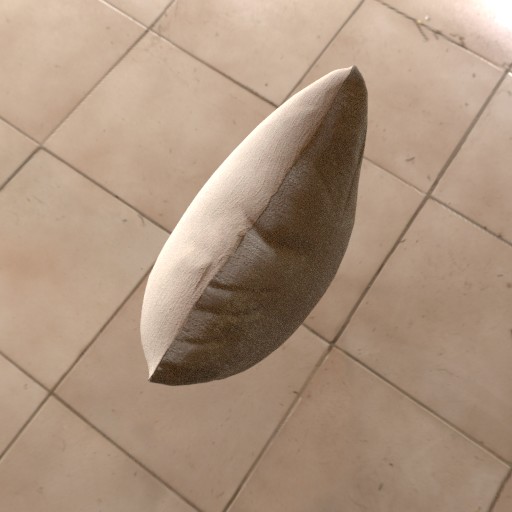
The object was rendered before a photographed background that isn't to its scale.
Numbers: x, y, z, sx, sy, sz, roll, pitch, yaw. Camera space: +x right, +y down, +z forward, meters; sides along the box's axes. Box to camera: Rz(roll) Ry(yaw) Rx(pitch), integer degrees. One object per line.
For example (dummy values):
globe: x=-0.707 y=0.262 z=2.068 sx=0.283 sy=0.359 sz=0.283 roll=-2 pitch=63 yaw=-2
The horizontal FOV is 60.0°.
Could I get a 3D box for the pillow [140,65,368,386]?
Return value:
pillow: x=0.000 y=0.000 z=0.708 sx=0.245 sy=0.448 sz=0.450 roll=33 pitch=77 yaw=9
